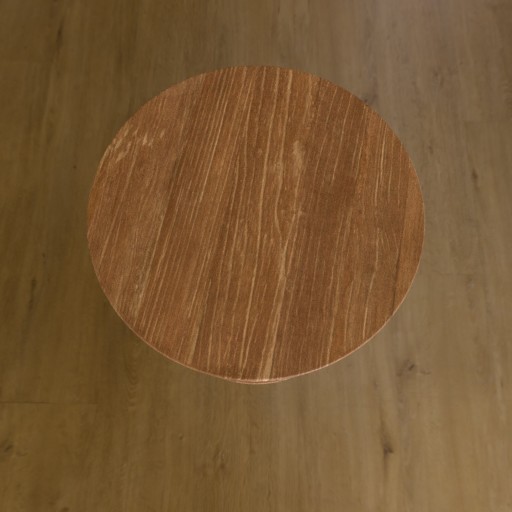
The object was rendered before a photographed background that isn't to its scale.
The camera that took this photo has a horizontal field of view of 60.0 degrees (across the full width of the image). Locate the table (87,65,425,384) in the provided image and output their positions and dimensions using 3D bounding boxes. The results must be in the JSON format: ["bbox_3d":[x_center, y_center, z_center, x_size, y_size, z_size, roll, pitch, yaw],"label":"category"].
[{"bbox_3d":[0.000,0.000,0.957,0.527,0.551,0.527,0,73,0],"label":"table"}]
